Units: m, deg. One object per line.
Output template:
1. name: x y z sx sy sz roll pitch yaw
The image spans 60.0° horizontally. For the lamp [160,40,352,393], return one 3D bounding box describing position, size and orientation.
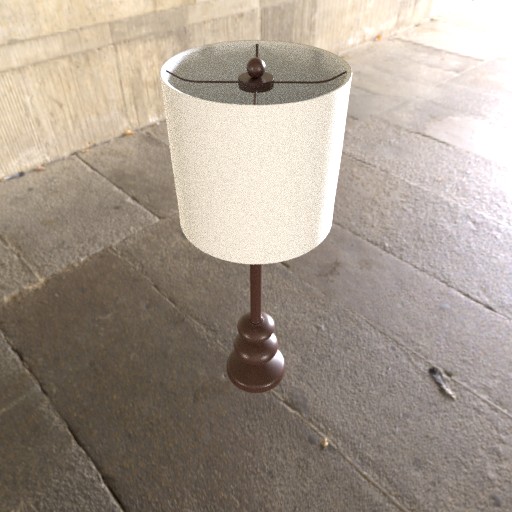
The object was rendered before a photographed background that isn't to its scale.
1. lamp: 0.000 0.000 0.809 0.254 0.690 0.254 1 41 1
